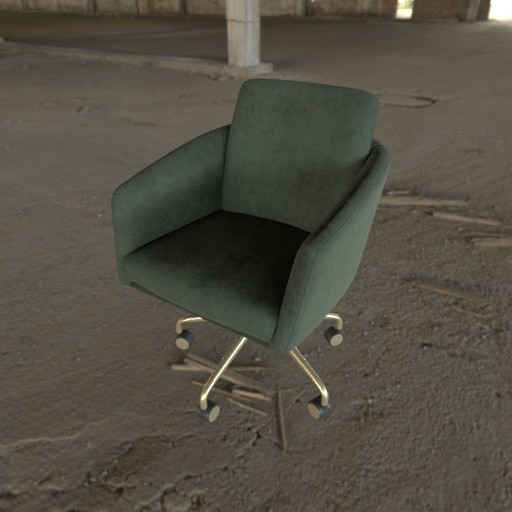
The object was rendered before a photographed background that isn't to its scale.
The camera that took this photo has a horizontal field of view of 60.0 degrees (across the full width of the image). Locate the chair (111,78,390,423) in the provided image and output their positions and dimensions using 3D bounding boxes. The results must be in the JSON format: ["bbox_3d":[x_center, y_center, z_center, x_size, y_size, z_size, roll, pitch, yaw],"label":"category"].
[{"bbox_3d":[0.000,0.000,1.333,0.641,0.908,0.635,19,36,29],"label":"chair"}]
